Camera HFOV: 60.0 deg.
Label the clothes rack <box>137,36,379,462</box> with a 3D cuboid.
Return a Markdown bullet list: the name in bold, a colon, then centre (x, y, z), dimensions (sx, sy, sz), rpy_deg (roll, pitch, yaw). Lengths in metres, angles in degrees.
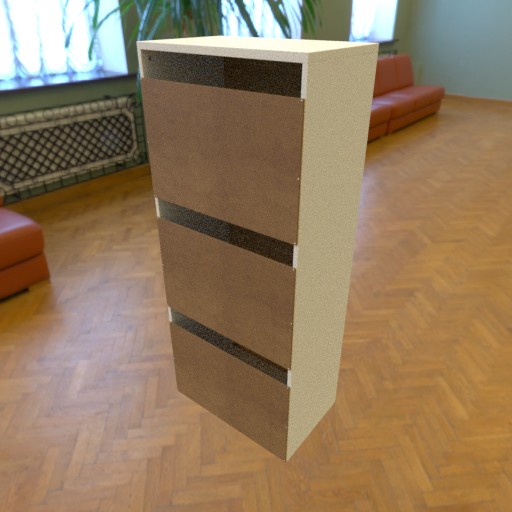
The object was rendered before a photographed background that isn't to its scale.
- **clothes rack**: centre (0.000, 0.000, 1.363), dimensions (0.500, 1.187, 0.331), rpy_deg (21, 35, 32)
